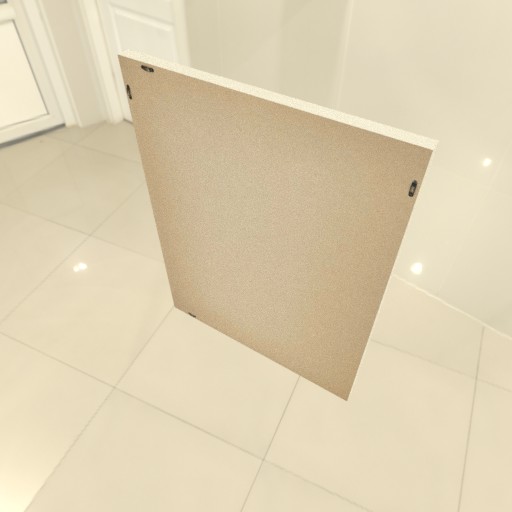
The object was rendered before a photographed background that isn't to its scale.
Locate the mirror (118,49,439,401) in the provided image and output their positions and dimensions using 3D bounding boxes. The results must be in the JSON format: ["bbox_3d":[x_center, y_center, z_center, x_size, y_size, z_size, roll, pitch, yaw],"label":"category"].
[{"bbox_3d":[0.000,0.000,1.306,0.762,1.016,0.041,25,52,21],"label":"mirror"}]
